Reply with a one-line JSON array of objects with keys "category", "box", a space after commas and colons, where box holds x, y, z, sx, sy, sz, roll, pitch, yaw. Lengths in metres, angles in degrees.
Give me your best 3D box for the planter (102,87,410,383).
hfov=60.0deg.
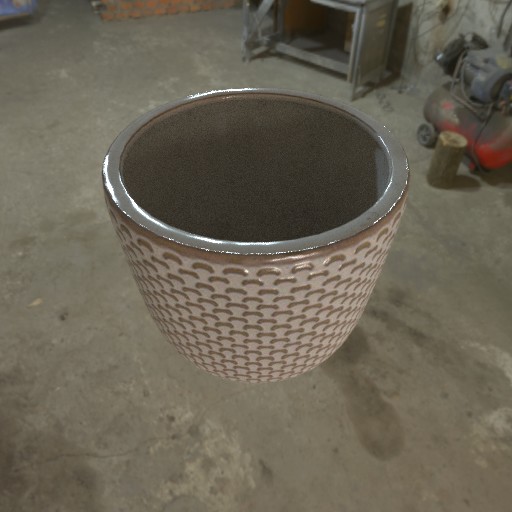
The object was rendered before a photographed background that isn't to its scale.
[{"category": "planter", "box": [0.000, 0.000, 0.352, 0.197, 0.191, 0.197, 0, 45, 0]}]
